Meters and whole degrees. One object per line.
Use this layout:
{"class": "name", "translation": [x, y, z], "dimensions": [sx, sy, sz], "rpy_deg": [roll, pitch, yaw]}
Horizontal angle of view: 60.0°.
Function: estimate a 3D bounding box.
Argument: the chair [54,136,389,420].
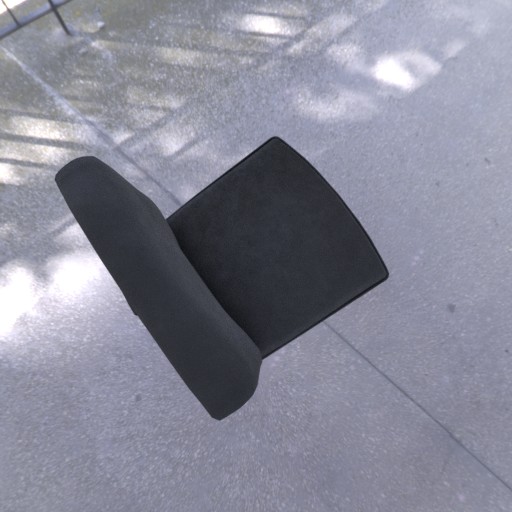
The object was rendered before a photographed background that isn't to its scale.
{"class": "chair", "translation": [0.000, 0.000, 1.157], "dimensions": [0.554, 0.806, 0.521], "rpy_deg": [-35, 79, -8]}
